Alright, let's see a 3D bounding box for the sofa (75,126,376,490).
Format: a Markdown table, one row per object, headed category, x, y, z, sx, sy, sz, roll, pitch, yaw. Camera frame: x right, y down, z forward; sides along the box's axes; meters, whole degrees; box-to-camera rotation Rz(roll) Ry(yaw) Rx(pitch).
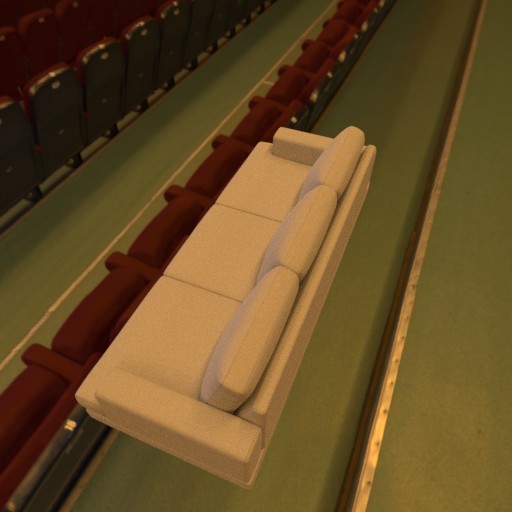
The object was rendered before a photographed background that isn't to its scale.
| category | x | y | z | sx | sy | sz | roll | pitch | yaw |
| --- | --- | --- | --- | --- | --- | --- | --- | --- | --- |
| sofa | 0.000 | 0.000 | 2.672 | 0.920 | 0.810 | 2.310 | 17 | 50 | 15 |
